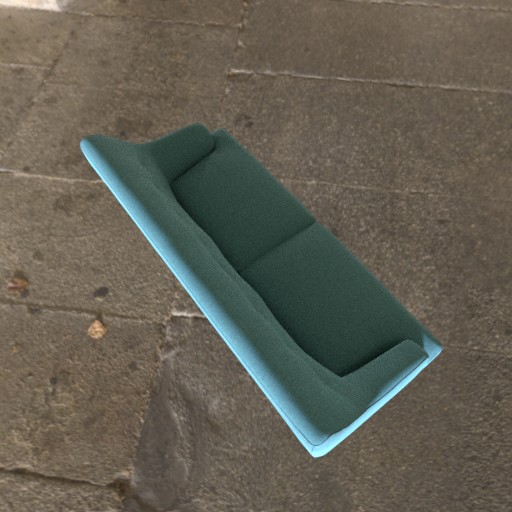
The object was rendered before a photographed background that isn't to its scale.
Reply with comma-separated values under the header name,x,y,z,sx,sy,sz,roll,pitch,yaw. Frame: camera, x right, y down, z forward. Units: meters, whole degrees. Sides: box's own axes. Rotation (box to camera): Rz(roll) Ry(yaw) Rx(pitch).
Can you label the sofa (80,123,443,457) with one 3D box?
name,x,y,z,sx,sy,sz,roll,pitch,yaw
sofa,0.000,0.000,2.539,0.978,0.871,2.057,-33,65,-18
